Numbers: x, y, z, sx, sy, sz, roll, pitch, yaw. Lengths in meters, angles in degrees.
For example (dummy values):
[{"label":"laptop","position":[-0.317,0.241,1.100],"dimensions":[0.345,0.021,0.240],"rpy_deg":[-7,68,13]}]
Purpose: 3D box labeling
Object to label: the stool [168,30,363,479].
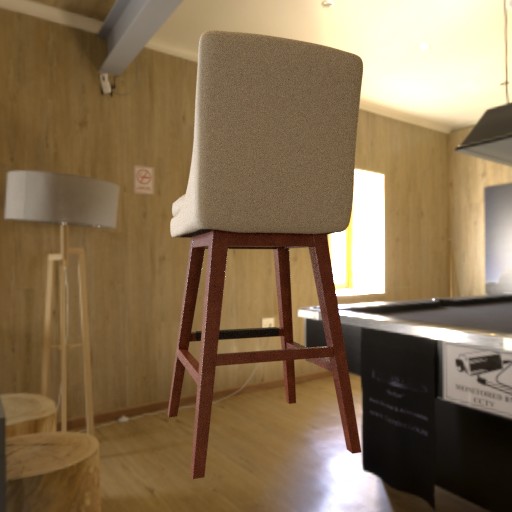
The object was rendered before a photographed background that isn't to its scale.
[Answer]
[{"label":"stool","position":[0.000,0.000,1.362],"dimensions":[0.470,1.092,0.559],"rpy_deg":[0,0,-19]}]
